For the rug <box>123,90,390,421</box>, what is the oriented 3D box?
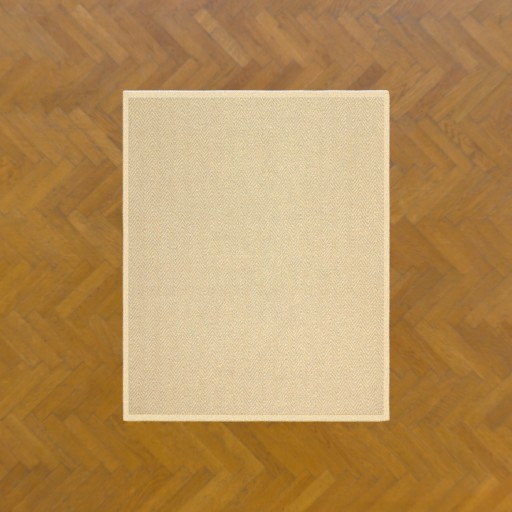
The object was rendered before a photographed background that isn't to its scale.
[{"bbox_3d":[0.000,0.000,4.029,2.423,0.019,3.009,0,90,0],"label":"rug"}]
